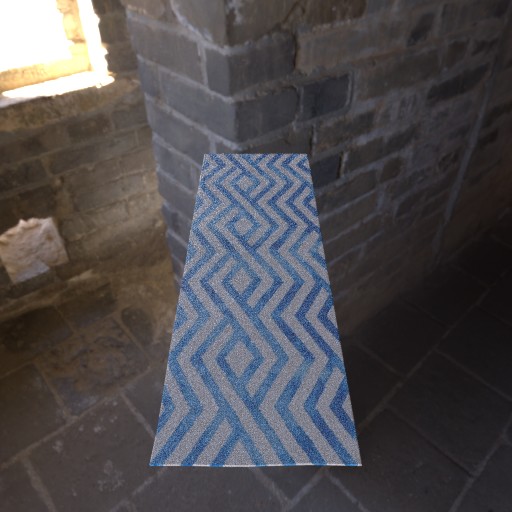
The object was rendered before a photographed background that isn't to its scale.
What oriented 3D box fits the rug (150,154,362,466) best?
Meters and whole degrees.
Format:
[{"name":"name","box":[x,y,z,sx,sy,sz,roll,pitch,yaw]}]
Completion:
[{"name":"rug","box":[0.000,0.000,1.603,0.503,0.007,1.492,0,42,0]}]
